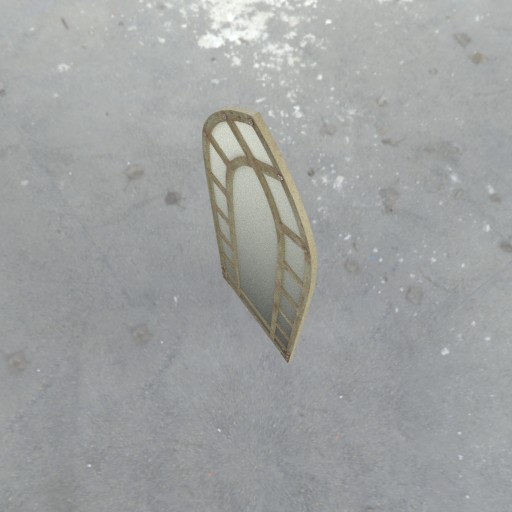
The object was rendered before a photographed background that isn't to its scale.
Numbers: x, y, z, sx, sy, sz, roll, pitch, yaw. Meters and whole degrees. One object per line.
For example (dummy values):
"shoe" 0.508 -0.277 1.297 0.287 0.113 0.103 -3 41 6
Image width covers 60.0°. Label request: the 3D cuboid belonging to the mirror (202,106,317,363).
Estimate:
"mirror" 0.000 0.000 1.318 0.025 1.175 0.464 -33 69 -15
